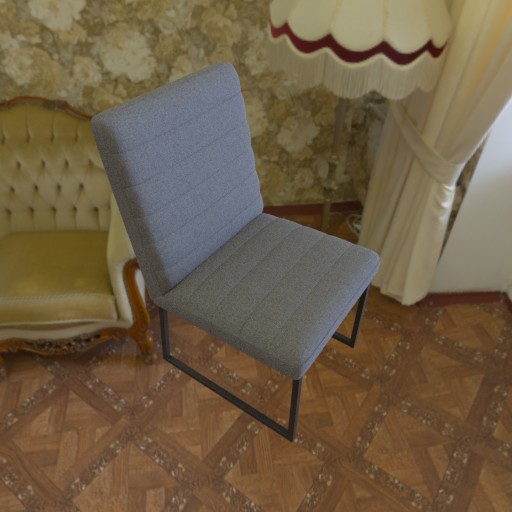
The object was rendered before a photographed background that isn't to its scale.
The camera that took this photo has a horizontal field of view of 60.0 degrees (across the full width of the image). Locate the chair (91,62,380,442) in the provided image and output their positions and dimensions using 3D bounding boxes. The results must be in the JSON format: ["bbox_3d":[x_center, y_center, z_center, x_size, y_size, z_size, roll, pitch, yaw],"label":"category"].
[{"bbox_3d":[0.000,0.000,1.358,0.634,0.930,0.520,25,47,25],"label":"chair"}]
